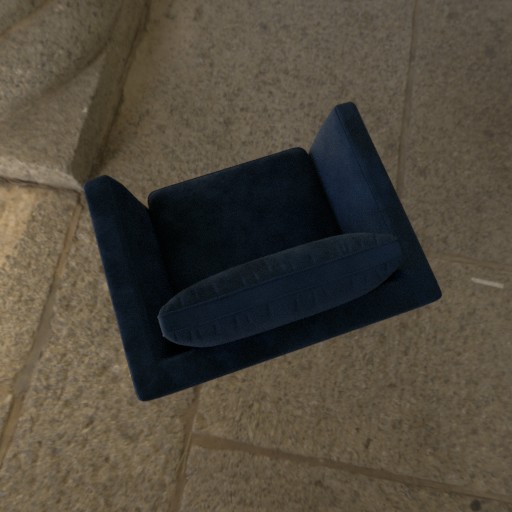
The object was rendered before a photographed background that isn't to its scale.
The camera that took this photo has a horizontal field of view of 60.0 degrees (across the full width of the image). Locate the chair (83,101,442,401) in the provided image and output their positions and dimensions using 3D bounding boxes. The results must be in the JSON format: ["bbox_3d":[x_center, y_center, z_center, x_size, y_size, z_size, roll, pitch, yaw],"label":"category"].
[{"bbox_3d":[0.000,0.000,1.620,0.977,0.893,0.746,-18,75,-5],"label":"chair"}]
